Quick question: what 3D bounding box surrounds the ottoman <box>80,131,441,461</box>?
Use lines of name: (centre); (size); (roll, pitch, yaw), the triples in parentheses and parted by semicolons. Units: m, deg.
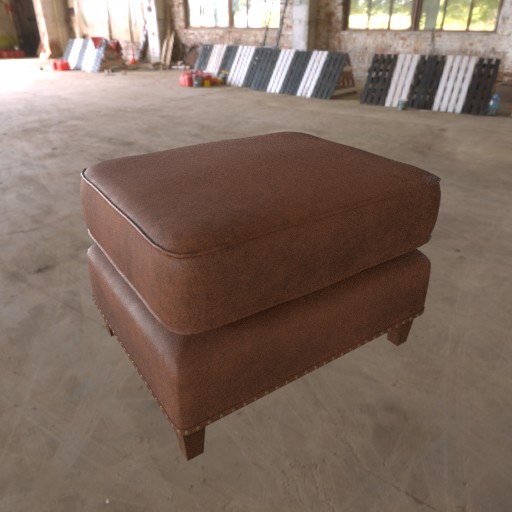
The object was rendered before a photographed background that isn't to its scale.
ottoman: (0.000, 0.000, 1.152); (0.738, 0.537, 0.589); (-18, 33, -30)
